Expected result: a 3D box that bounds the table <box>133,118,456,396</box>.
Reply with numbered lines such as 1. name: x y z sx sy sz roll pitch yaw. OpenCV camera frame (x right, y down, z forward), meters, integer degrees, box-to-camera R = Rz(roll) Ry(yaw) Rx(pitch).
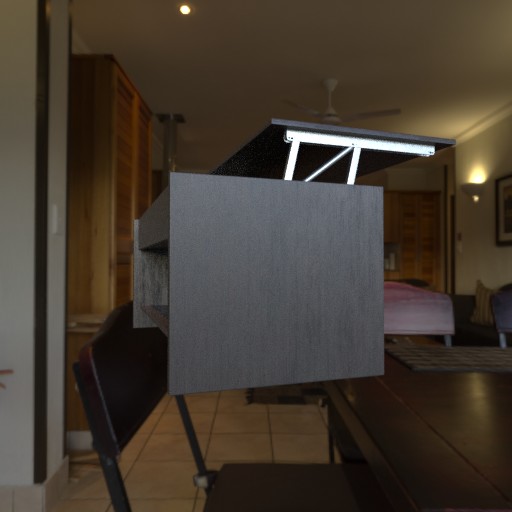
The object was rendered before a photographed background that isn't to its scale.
1. table: 0.000 0.000 1.458 0.712 0.570 1.000 0 -1 -19
